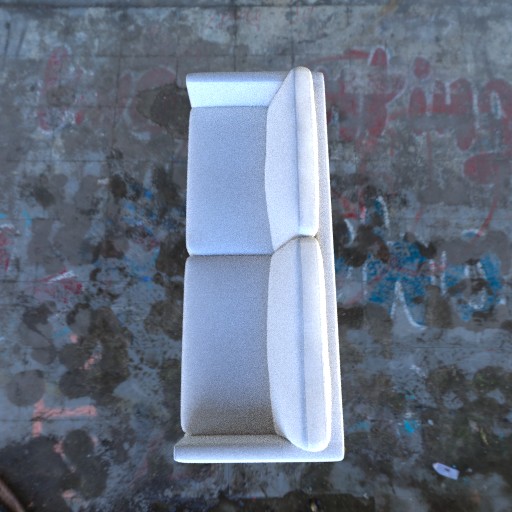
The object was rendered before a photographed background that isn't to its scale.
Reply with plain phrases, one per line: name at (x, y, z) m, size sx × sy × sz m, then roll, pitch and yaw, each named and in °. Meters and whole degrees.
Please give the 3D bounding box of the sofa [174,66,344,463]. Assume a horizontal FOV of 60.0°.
sofa at (0.000, 0.000, 2.931) m, size 0.948 × 0.965 × 2.434 m, roll -1°, pitch 76°, yaw 0°
